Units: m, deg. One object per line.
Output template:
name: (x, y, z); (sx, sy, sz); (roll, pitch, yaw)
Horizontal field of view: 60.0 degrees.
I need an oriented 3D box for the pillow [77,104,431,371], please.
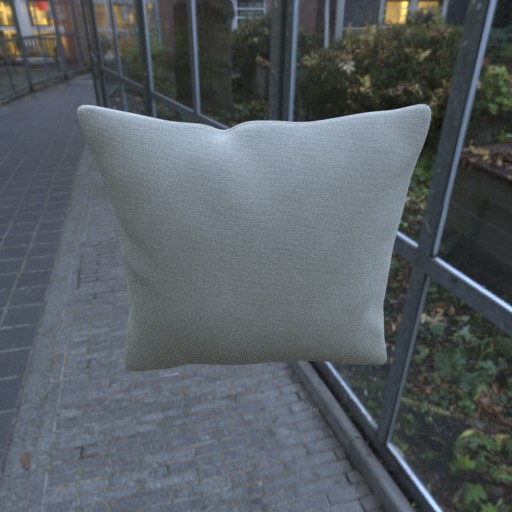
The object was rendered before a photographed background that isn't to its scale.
pillow: (0.000, 0.000, 0.640); (0.437, 0.420, 0.162); (-1, 29, -2)
